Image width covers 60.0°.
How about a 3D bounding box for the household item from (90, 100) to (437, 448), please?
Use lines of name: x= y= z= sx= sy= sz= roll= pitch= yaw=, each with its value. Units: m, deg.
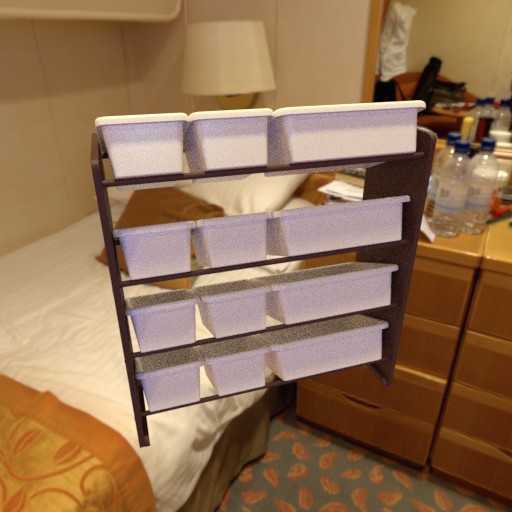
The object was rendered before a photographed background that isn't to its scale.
household item: x=0.000 y=0.000 z=1.274 sx=0.787 sy=0.864 sz=0.389 roll=-8 pitch=28 yaw=-16
